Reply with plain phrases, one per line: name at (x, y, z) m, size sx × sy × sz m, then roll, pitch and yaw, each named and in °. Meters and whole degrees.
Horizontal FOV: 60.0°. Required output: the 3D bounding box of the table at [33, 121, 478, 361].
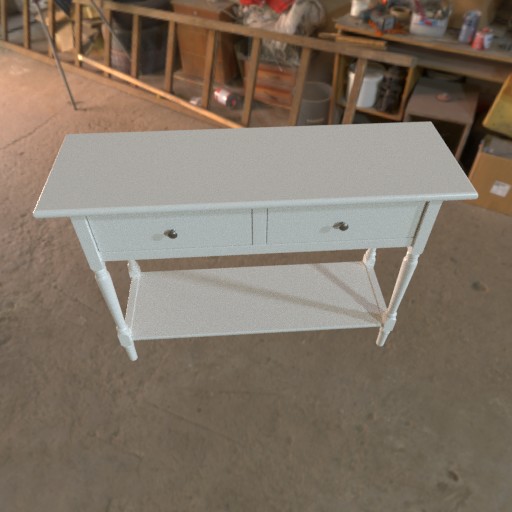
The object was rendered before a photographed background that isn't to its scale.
table at (0.000, 0.000, 1.602) m, size 1.191 × 0.814 × 0.386 m, roll -3°, pitch 47°, yaw -3°
